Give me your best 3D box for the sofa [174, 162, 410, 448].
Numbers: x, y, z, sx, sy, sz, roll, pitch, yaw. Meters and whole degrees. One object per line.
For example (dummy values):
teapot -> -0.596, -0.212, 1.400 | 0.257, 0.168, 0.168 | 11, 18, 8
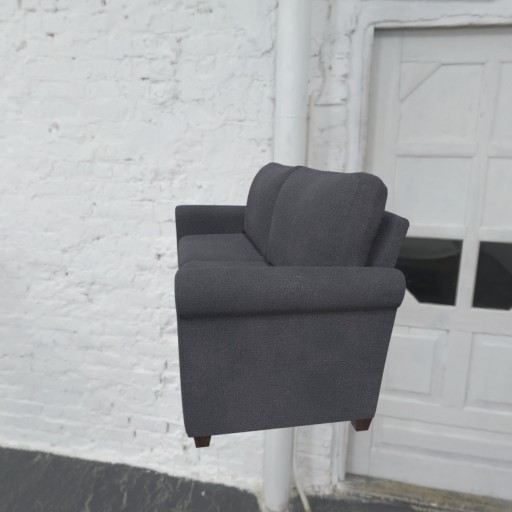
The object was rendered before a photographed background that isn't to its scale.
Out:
sofa -> 0.000, 0.000, 2.363 | 0.842, 0.942, 1.935 | -2, 13, -10
